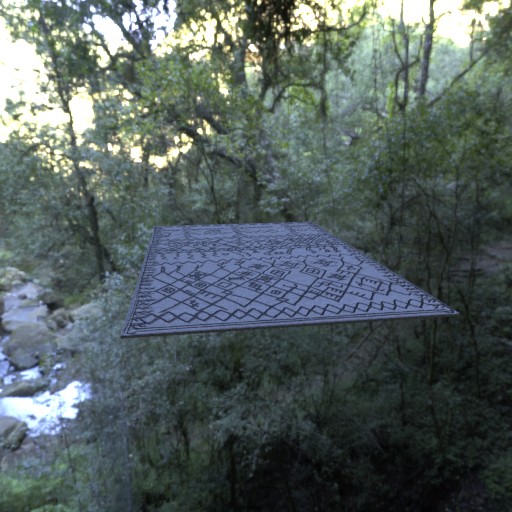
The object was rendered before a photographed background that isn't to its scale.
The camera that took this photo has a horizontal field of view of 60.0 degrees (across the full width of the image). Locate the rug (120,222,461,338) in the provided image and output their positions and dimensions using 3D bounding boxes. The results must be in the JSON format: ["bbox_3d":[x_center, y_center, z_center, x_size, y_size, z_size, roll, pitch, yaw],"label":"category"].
[{"bbox_3d":[0.000,0.000,3.099,1.526,0.012,2.444,-2,15,-9],"label":"rug"}]
